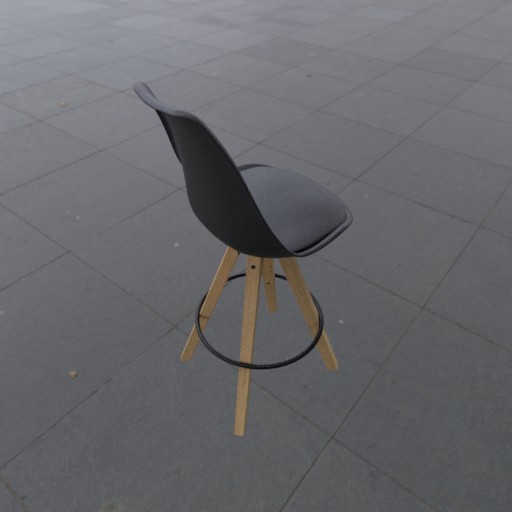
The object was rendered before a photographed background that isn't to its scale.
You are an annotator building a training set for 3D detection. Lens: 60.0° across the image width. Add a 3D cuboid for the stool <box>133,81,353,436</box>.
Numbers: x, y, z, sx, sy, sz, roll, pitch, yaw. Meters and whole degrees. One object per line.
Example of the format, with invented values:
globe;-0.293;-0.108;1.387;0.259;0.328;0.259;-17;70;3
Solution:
stool;0.000;0.000;1.387;0.550;1.115;0.485;-25;46;-27
